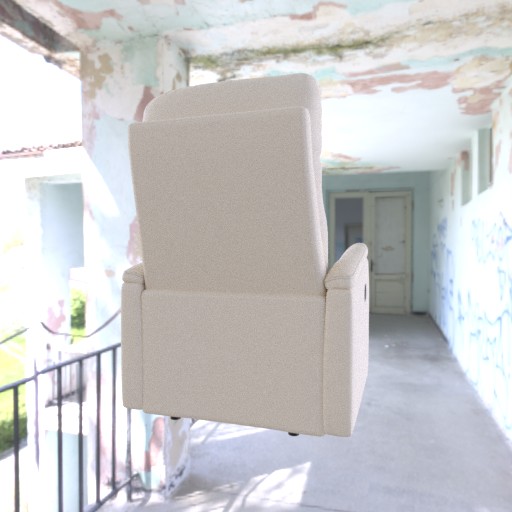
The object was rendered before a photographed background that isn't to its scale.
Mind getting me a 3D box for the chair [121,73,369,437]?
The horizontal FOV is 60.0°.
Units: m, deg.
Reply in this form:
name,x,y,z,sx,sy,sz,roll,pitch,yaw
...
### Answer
name,x,y,z,sx,sy,sz,roll,pitch,yaw
chair,0.000,0.000,1.636,0.775,1.082,0.831,0,1,18
